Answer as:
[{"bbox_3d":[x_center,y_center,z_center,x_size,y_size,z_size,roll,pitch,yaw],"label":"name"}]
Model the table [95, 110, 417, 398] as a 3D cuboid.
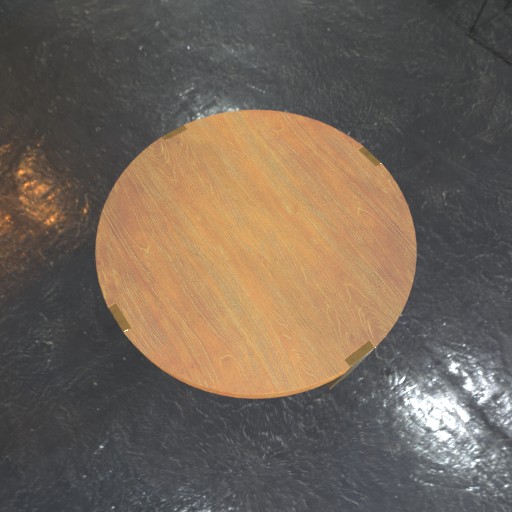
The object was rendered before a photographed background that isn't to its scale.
[{"bbox_3d":[0.000,0.000,1.730,1.100,0.420,1.100,0,64,0],"label":"table"}]
